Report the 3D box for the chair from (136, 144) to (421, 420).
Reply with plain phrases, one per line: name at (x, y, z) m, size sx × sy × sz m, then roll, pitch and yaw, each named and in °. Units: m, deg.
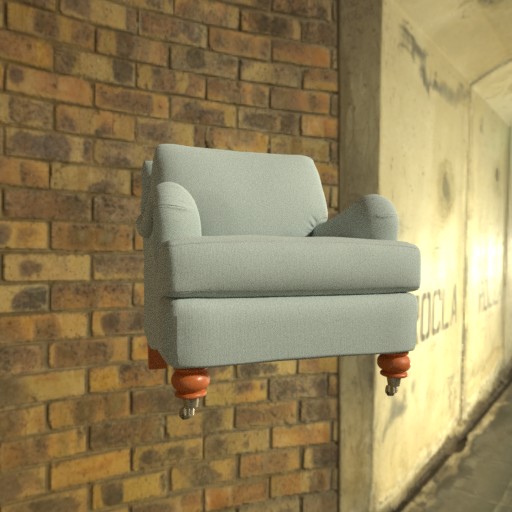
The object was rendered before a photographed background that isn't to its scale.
chair at (0.000, 0.000, 1.895) m, size 0.955 × 1.038 × 1.070 m, roll 0°, pitch -1°, yaw -19°
